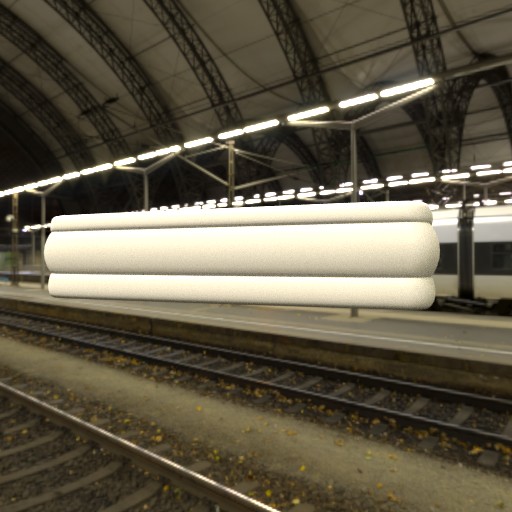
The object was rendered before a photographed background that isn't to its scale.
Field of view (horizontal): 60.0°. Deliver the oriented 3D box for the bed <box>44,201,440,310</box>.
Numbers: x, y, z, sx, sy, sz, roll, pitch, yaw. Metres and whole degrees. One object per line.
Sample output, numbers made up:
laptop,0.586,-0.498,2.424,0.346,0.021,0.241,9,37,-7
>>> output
bed,0.000,0.000,2.717,2.036,0.460,1.520,0,-1,19
